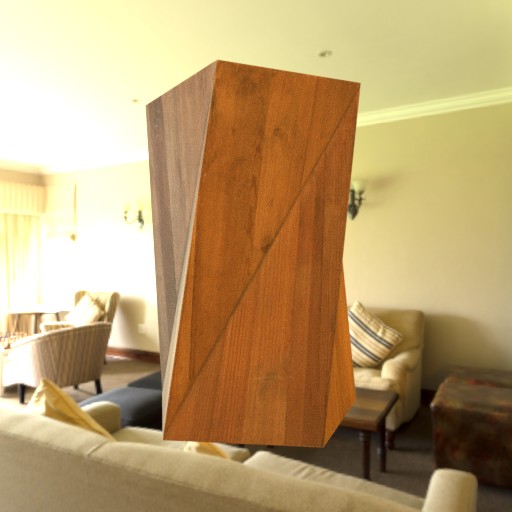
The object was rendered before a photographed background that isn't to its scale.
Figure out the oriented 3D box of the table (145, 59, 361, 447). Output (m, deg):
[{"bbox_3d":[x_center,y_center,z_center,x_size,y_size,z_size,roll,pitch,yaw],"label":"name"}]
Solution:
[{"bbox_3d":[0.000,0.000,0.894,0.425,0.604,0.441,0,0,-19],"label":"table"}]
